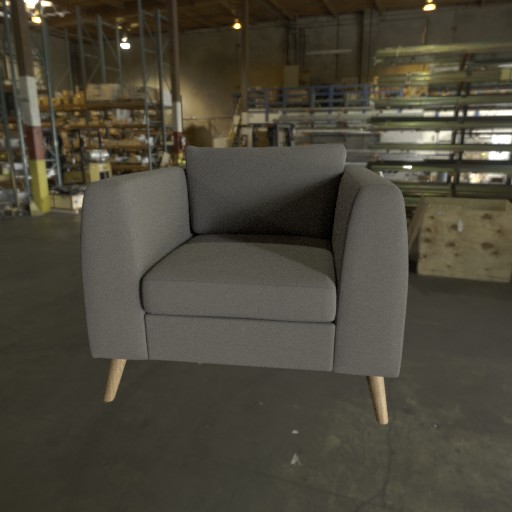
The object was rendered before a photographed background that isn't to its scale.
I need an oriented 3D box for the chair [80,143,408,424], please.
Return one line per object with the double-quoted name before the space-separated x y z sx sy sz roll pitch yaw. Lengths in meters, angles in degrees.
"chair" 0.000 0.000 1.750 1.000 0.860 0.930 2 15 7
